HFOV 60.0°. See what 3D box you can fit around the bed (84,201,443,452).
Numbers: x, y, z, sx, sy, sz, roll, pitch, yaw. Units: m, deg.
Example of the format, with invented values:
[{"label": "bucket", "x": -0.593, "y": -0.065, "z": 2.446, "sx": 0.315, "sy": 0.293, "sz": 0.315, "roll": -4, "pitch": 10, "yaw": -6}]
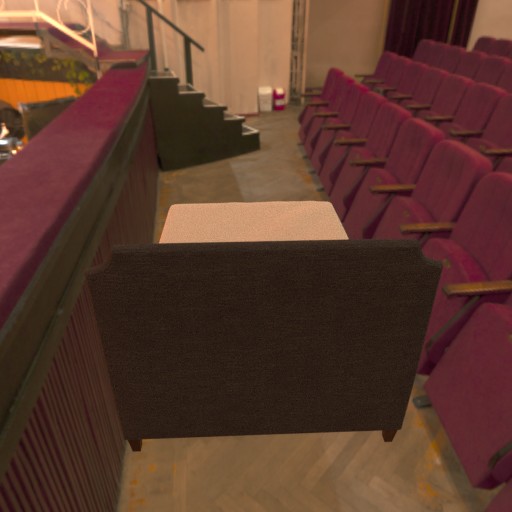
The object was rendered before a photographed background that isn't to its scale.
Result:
[{"label": "bed", "x": 0.000, "y": 0.000, "z": 3.380, "sx": 1.713, "sy": 1.443, "sz": 2.372, "roll": -1, "pitch": 30, "yaw": -2}]
